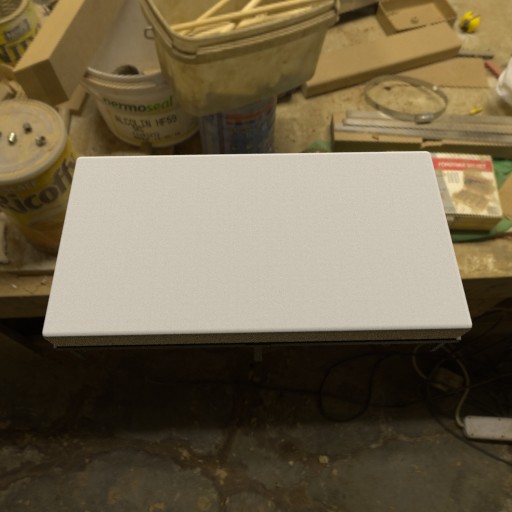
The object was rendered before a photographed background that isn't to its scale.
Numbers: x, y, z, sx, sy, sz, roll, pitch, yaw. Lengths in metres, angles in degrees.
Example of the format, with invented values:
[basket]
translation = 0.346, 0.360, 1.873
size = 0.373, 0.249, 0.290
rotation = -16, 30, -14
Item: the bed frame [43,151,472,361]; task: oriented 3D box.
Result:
[bed frame]
translation = 0.000, 0.000, 3.256
size = 2.635, 0.680, 1.393
rotation = -1, 64, -1
